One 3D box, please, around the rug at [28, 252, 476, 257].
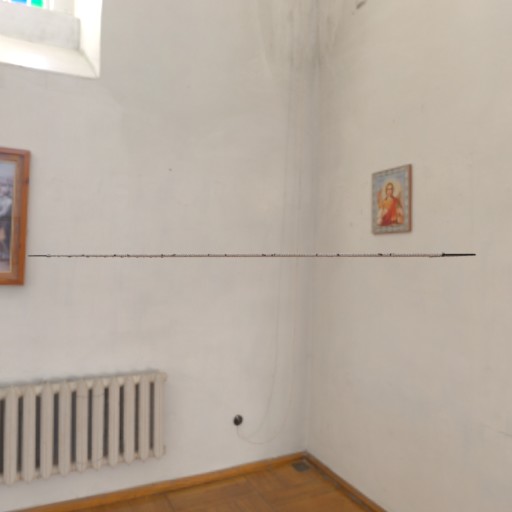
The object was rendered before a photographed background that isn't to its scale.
[{"bbox_3d":[0.000,0.000,3.244,2.755,0.021,1.524,0,0,19],"label":"rug"}]
